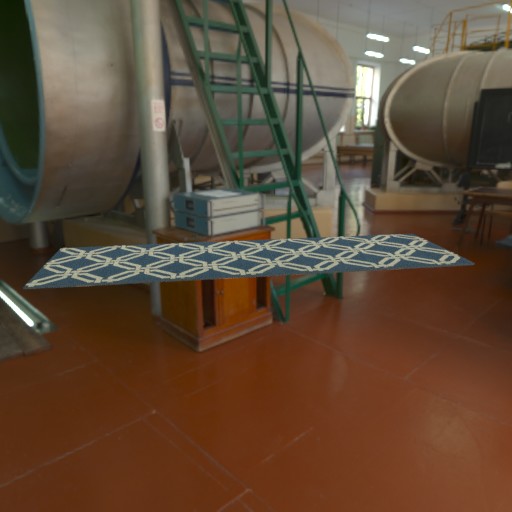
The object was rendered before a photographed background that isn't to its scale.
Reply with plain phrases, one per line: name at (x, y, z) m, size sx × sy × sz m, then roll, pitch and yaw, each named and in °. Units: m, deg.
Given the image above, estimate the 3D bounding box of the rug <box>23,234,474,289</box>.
rug at (0.000, 0.000, 2.526) m, size 2.276 × 0.014 × 0.678 m, roll -3°, pitch 17°, yaw -9°
